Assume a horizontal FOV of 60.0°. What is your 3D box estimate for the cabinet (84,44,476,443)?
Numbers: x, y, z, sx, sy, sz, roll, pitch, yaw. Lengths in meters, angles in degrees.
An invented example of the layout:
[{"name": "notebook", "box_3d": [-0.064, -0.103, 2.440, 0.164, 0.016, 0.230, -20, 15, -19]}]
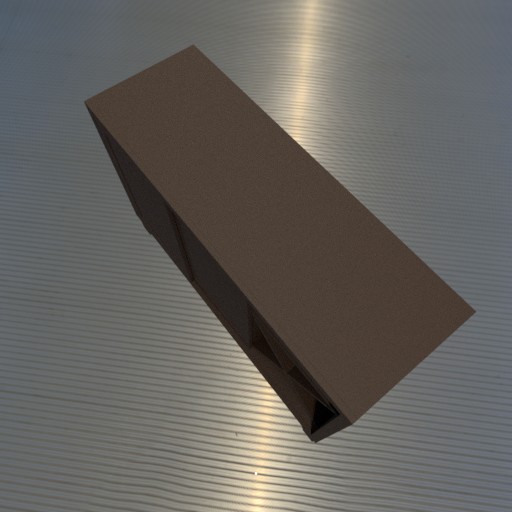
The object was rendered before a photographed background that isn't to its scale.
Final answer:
[{"name": "cabinet", "box_3d": [0.000, 0.000, 1.835, 0.482, 0.914, 1.396, -35, 69, -16]}]
